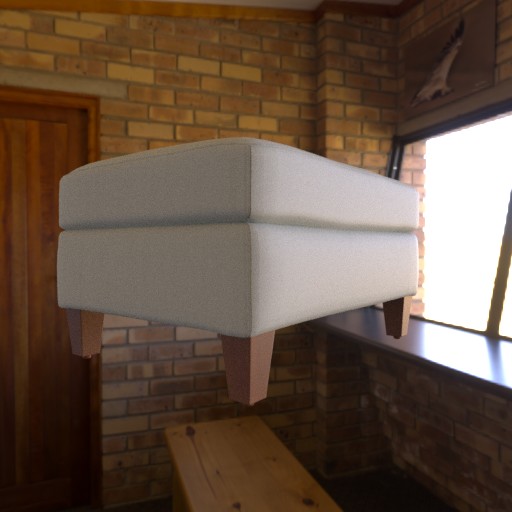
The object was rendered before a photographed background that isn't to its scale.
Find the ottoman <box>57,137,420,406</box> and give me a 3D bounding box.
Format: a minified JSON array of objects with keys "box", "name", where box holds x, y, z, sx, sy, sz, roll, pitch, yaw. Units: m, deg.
[{"box":[0.000,0.000,1.199,0.634,0.496,0.818,1,2,38],"name":"ottoman"}]
